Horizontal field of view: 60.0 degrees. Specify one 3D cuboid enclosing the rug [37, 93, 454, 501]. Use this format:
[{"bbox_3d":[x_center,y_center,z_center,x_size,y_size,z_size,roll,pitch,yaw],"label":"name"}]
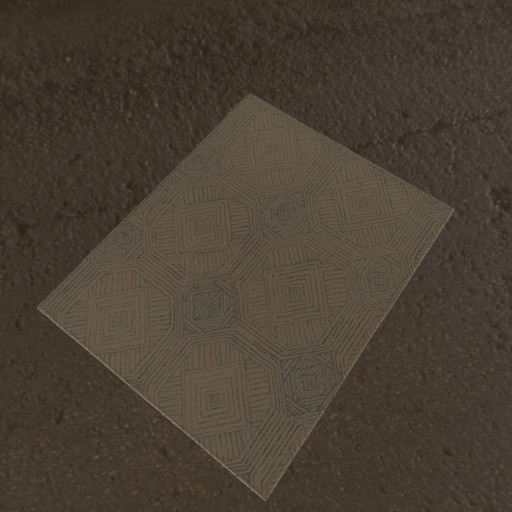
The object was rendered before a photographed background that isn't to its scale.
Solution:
[{"bbox_3d":[0.000,0.000,4.027,2.457,0.015,3.049,34,70,14],"label":"rug"}]
